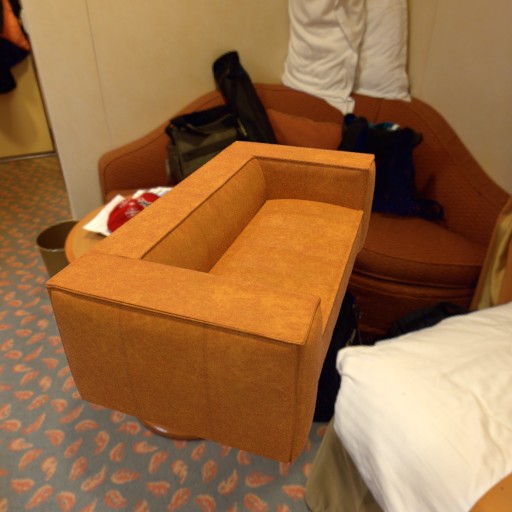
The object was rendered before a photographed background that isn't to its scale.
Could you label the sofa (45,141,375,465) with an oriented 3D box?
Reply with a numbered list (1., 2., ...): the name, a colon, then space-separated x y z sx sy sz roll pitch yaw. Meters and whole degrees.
1. sofa: 0.000 0.000 2.561 1.102 0.703 2.088 10 32 17
